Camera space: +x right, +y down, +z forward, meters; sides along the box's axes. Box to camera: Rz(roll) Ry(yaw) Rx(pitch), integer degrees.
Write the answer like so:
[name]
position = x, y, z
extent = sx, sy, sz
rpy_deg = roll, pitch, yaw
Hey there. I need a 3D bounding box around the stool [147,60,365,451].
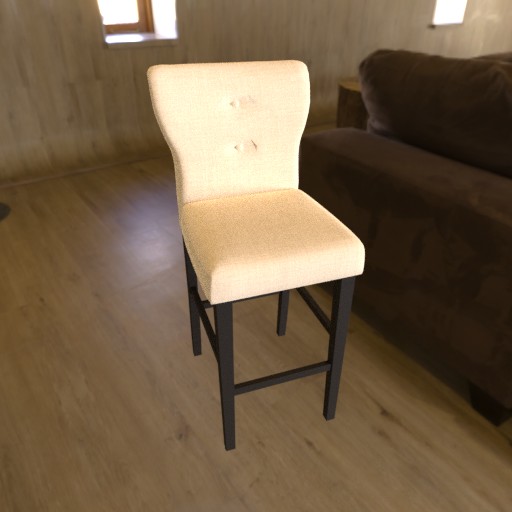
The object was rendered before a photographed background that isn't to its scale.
[stool]
position = 0.000, 0.000, 1.467
extent = 0.516, 1.124, 0.603
rpy_deg = -10, 32, -16
